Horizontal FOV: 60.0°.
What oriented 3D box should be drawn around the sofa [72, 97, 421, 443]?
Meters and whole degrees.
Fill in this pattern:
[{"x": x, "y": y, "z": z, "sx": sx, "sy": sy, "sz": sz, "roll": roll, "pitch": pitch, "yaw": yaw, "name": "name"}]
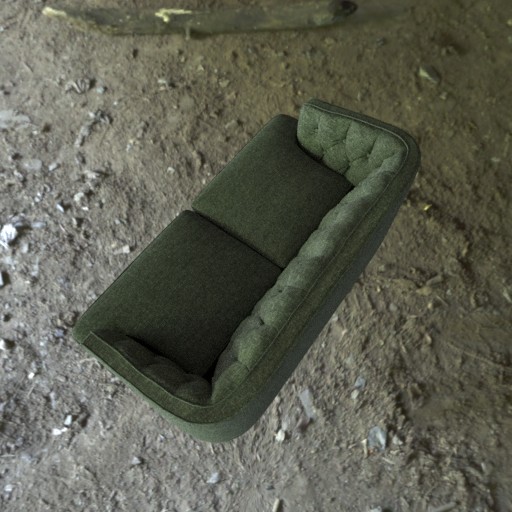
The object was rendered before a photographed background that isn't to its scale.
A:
[{"x": 0.000, "y": 0.000, "z": 2.270, "sx": 0.941, "sy": 0.855, "sz": 1.733, "roll": 33, "pitch": 68, "yaw": 16, "name": "sofa"}]
